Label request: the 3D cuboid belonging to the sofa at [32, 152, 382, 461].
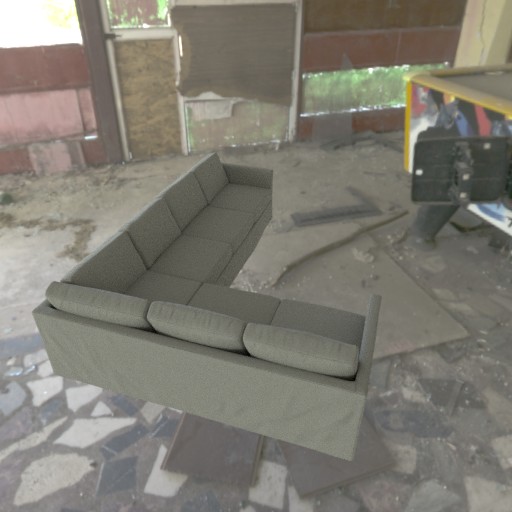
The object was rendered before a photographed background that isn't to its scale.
[{"bbox_3d":[0.000,0.000,4.296,2.432,0.871,3.182,10,34,15],"label":"sofa"}]
